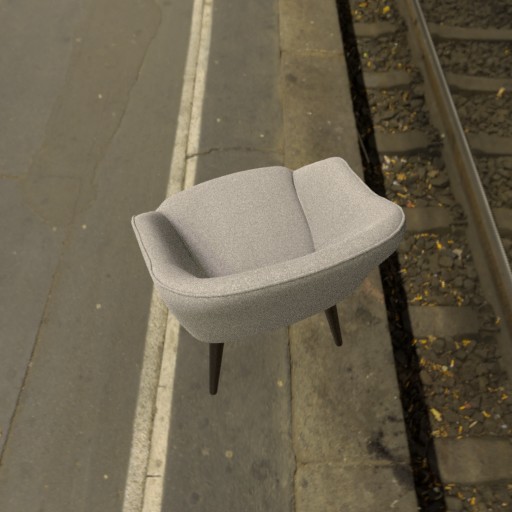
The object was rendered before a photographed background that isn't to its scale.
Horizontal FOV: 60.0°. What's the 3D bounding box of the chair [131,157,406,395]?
[{"bbox_3d":[0.000,0.000,1.261,0.589,0.810,0.611,-18,60,-11],"label":"chair"}]
